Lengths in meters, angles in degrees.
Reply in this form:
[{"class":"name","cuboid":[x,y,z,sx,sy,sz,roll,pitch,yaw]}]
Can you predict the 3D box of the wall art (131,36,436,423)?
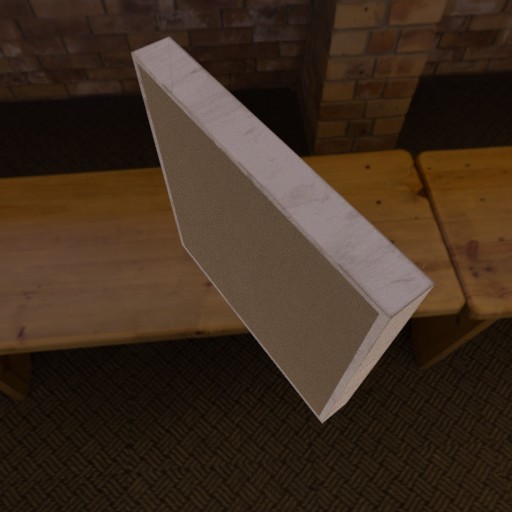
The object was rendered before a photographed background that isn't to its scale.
[{"class":"wall art","cuboid":[0.000,0.000,0.449,0.038,0.303,0.305,-33,64,-18]}]
